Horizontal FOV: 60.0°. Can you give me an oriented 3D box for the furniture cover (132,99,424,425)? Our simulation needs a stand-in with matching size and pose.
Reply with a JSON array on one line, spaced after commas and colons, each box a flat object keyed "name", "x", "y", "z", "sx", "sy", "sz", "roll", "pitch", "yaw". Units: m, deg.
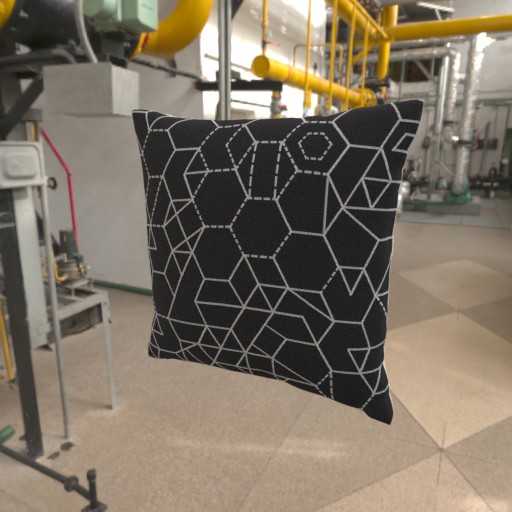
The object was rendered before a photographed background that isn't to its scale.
[{"name": "furniture cover", "x": 0.000, "y": 0.000, "z": 0.782, "sx": 0.517, "sy": 0.508, "sz": 0.158, "roll": 7, "pitch": 16, "yaw": 26}]
